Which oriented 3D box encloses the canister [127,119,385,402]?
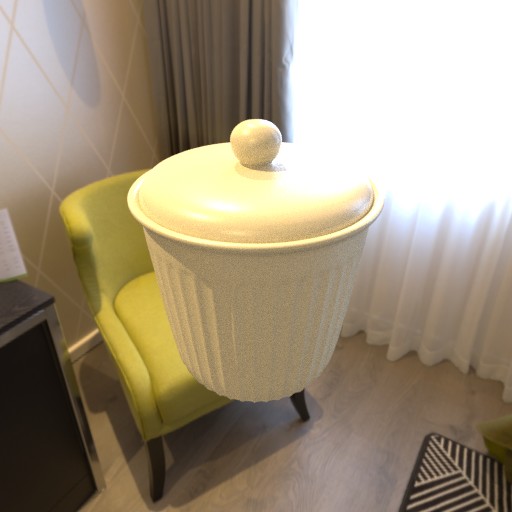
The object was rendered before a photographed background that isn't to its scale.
[{"bbox_3d":[0.000,0.000,0.351,0.181,0.211,0.181,0,31,0],"label":"canister"}]
